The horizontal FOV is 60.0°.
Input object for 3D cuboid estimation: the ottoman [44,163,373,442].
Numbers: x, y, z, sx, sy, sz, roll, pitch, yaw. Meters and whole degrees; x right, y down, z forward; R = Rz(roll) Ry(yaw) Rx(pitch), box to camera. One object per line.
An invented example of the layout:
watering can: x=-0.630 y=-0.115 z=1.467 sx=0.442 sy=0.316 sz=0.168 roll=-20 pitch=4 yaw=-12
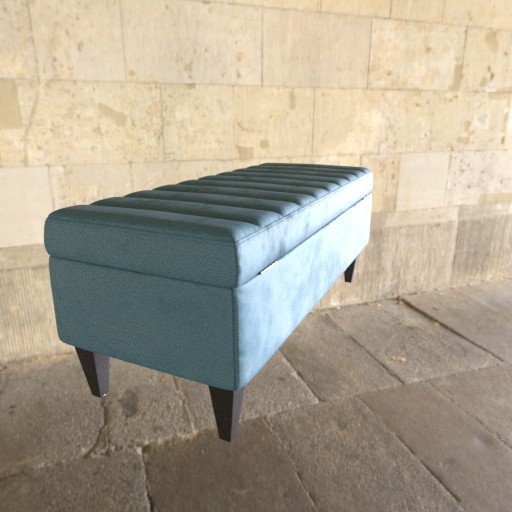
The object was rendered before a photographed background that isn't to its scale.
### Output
ottoman: x=0.000 y=0.000 z=1.386 sx=0.482 sy=0.469 sz=1.151 roll=8 pitch=19 yaw=24
